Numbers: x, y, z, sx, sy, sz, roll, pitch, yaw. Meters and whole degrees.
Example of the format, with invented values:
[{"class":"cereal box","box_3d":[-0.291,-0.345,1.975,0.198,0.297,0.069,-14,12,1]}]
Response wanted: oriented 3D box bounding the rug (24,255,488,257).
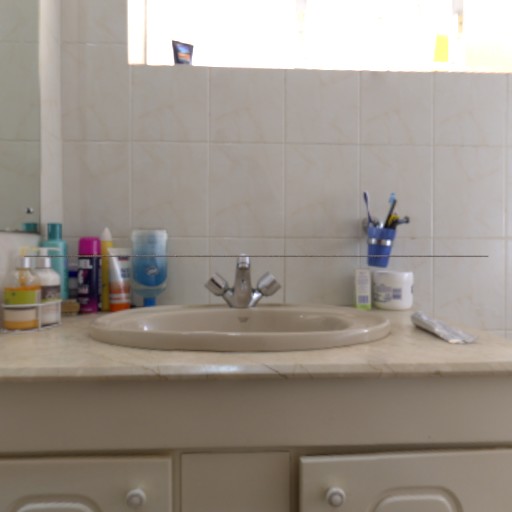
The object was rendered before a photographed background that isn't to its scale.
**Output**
[{"class":"rug","box_3d":[0.000,0.000,2.341,1.818,0.005,1.217,0,0,0]}]
